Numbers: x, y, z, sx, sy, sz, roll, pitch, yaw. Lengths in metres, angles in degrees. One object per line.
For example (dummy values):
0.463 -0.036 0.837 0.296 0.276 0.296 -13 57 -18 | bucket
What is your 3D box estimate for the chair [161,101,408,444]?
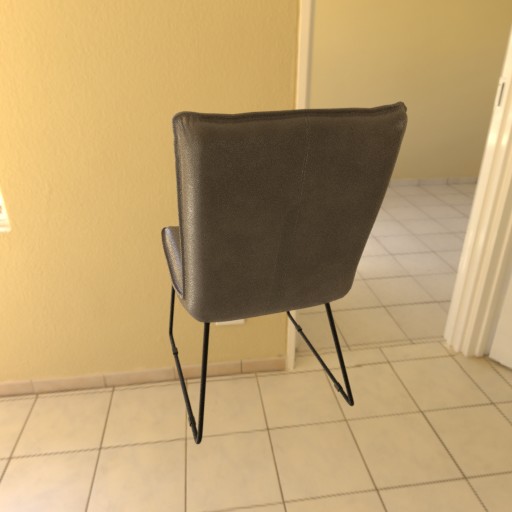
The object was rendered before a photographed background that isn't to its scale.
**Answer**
0.000 0.000 1.336 0.515 0.932 0.688 -8 26 -16 | chair
